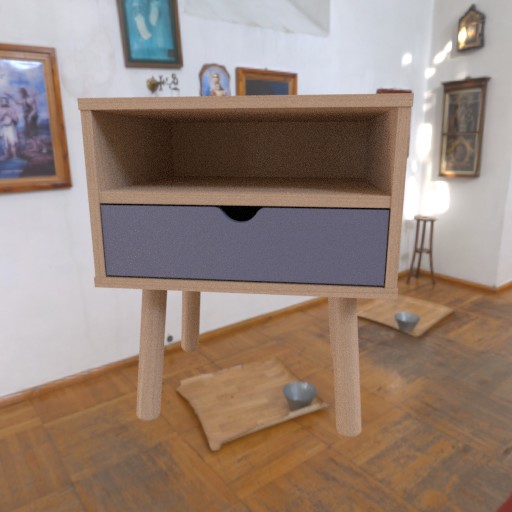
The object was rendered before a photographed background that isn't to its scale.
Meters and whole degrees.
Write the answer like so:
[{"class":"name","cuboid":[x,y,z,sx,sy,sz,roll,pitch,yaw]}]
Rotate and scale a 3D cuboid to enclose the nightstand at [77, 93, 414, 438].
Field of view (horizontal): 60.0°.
[{"class":"nightstand","cuboid":[0.000,0.000,0.833,0.450,0.530,0.380,2,14,7]}]
